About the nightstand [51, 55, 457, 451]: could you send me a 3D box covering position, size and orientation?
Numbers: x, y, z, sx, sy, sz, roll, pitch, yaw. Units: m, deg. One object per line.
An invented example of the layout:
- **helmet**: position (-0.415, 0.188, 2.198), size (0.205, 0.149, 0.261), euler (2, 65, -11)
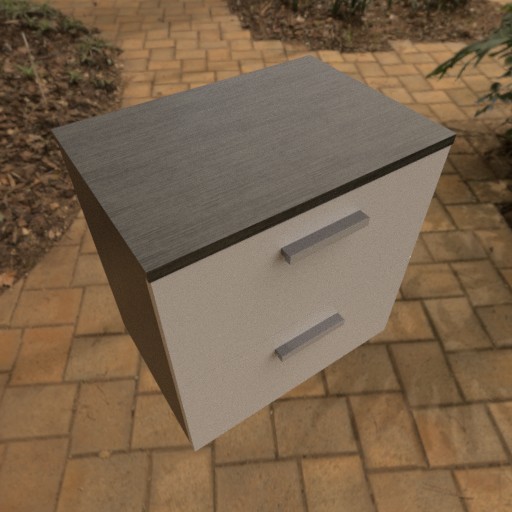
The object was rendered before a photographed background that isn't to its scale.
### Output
- **nightstand**: position (0.000, 0.000, 0.748), size (0.441, 0.460, 0.325), euler (-26, 51, -23)
